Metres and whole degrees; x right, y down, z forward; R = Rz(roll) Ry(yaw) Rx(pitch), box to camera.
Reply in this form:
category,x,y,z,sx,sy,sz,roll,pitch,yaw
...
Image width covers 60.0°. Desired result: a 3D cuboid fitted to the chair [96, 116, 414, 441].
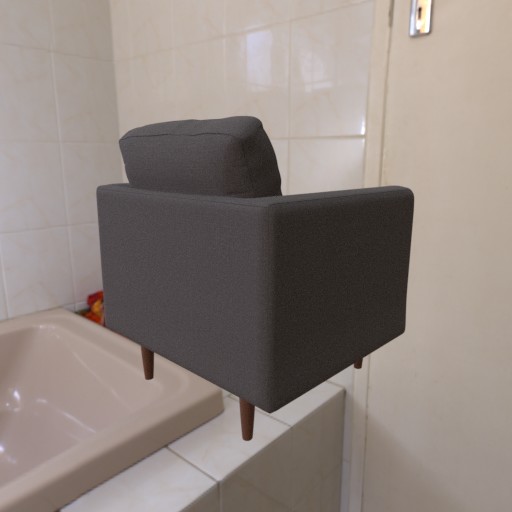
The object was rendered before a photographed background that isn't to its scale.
category,x,y,z,sx,sy,sz,roll,pitch,yaw
chair,0.000,0.000,1.615,0.854,0.927,0.800,12,18,42
